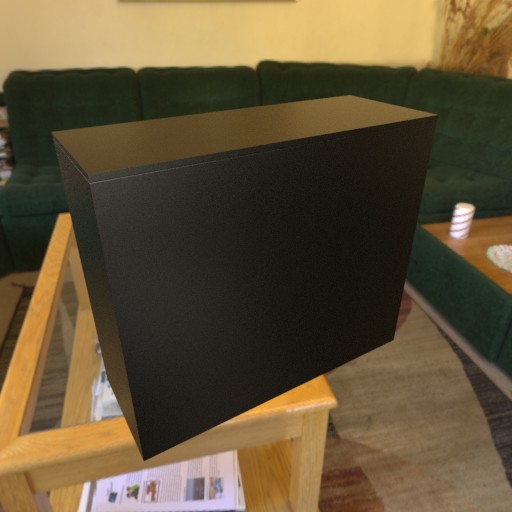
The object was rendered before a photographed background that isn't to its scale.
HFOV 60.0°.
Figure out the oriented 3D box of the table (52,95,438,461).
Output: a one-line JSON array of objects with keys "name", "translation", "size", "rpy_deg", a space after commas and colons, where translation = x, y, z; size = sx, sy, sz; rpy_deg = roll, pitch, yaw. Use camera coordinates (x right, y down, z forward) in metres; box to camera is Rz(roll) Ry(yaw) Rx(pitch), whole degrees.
[{"name": "table", "translation": [0.000, 0.000, 1.330], "size": [0.930, 0.790, 0.380], "rpy_deg": [-17, 34, -27]}]
